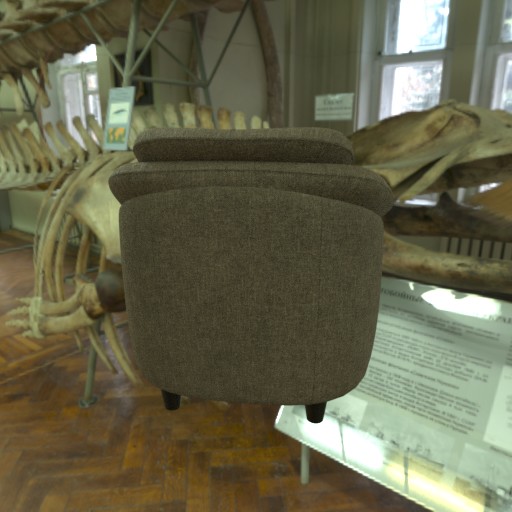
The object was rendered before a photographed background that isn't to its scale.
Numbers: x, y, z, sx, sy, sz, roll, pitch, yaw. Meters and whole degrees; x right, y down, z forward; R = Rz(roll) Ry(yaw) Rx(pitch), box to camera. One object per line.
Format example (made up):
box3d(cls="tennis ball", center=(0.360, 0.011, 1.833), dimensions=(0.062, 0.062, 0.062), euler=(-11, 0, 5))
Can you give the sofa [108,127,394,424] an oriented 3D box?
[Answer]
box3d(cls="sofa", center=(0.000, 0.000, 1.471), dimensions=(0.870, 0.811, 0.794), euler=(2, 16, 8))
